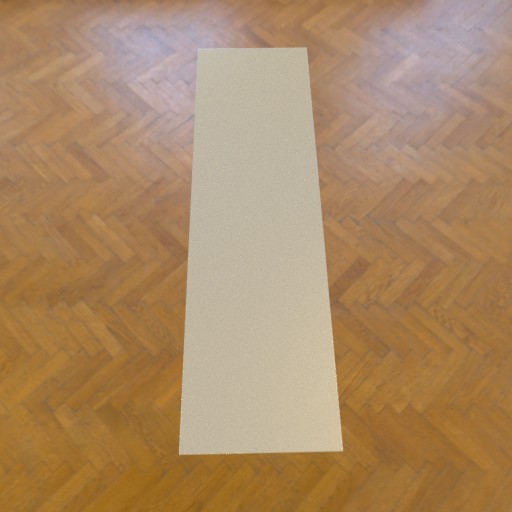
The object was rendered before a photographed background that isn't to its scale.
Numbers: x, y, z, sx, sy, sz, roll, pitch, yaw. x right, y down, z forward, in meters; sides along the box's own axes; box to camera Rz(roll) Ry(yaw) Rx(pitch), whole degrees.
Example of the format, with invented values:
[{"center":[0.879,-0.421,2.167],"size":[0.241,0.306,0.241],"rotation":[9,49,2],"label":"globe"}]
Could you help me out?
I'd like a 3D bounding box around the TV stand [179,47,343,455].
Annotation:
[{"center":[0.000,0.000,1.436],"size":[0.344,0.603,1.167],"rotation":[-1,66,0],"label":"TV stand"}]
